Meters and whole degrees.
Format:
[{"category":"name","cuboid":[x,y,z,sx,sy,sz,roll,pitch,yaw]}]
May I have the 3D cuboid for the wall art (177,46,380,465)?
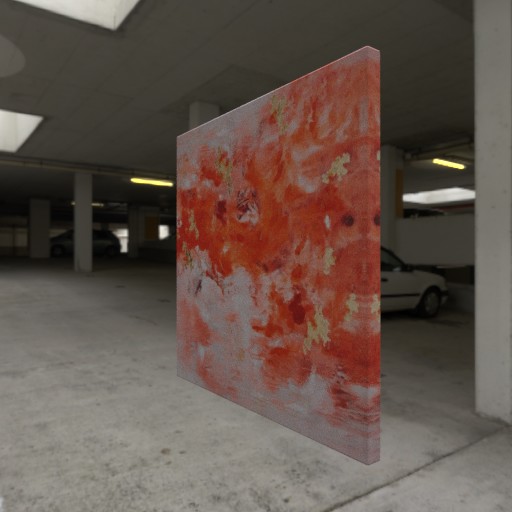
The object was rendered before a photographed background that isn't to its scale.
[{"category":"wall art","cuboid":[0.000,0.000,1.102,0.064,0.746,0.747,0,0,-37]}]
